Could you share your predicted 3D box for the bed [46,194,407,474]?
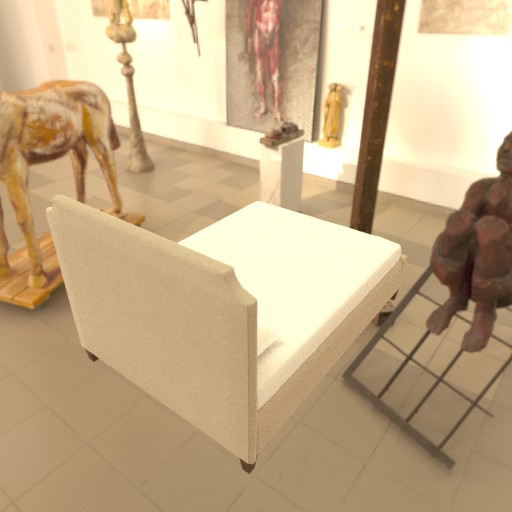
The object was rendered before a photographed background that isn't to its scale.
[{"bbox_3d":[0.000,0.000,3.529,1.713,1.443,2.372,21,37,31],"label":"bed"}]
